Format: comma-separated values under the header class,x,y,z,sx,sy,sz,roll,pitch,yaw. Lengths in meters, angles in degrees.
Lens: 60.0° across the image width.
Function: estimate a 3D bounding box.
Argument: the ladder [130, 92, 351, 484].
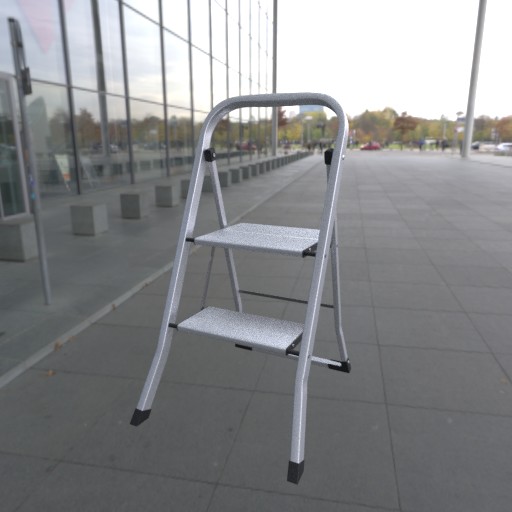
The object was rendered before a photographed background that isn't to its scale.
class,x,y,z,sx,sy,sz,roll,pitch,yaw
ladder,0.000,0.000,1.169,0.465,0.830,0.530,7,16,26
